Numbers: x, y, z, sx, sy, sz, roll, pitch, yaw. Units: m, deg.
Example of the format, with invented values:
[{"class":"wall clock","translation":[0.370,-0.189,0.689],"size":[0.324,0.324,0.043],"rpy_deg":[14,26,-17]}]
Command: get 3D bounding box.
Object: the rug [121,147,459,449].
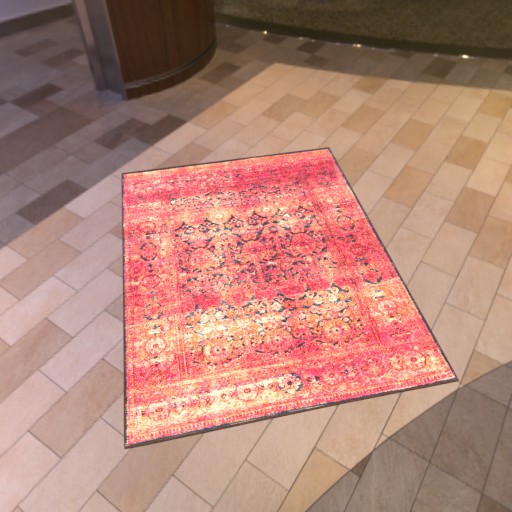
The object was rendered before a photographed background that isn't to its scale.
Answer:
[{"class":"rug","translation":[0.000,0.000,4.076],"size":[2.411,0.020,3.032],"rpy_deg":[-9,48,-8]}]
